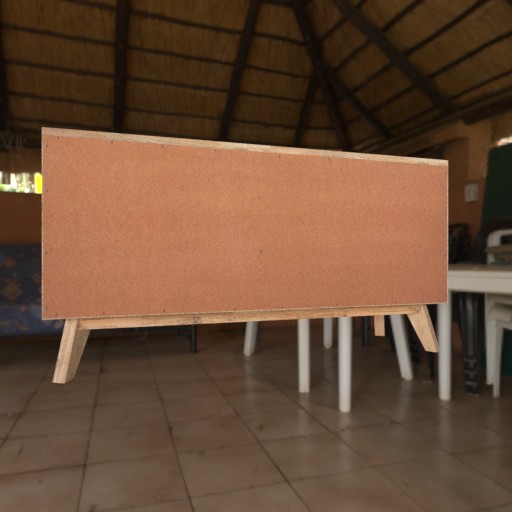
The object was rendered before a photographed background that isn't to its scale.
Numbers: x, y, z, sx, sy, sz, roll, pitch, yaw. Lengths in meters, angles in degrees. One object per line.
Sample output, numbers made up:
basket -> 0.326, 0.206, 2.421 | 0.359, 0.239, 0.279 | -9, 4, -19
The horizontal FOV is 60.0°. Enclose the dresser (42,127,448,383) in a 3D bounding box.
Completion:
dresser -> 0.000, 0.000, 1.840 | 1.554, 0.805, 0.455 | 0, 0, -18
